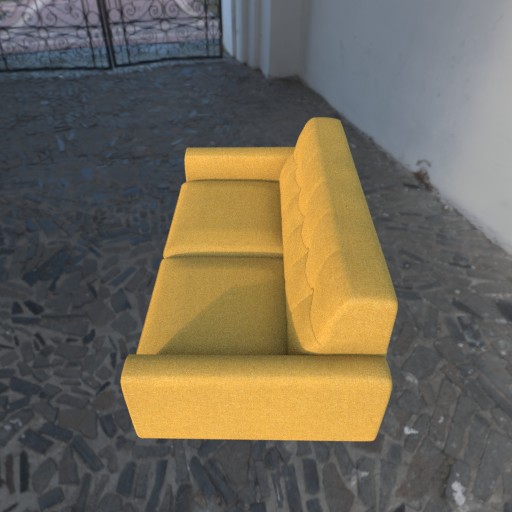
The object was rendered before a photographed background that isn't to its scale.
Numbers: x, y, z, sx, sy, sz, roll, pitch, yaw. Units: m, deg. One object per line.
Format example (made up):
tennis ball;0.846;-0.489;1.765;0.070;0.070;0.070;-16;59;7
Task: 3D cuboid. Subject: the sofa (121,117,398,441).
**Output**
sofa;0.000;0.000;2.124;0.909;0.841;1.631;1;40;1
